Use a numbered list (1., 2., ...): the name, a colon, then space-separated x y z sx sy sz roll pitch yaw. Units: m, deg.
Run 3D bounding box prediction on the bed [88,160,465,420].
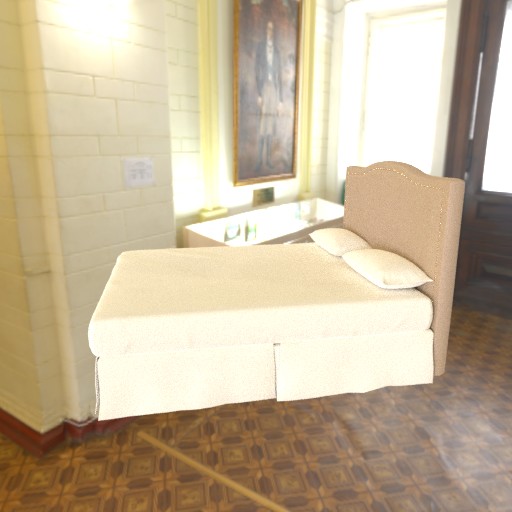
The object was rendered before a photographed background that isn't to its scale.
1. bed: 0.000 0.000 3.445 2.282 1.436 1.821 -3 15 -10
